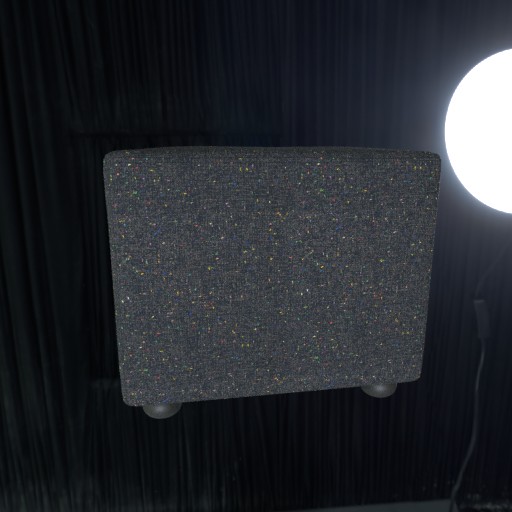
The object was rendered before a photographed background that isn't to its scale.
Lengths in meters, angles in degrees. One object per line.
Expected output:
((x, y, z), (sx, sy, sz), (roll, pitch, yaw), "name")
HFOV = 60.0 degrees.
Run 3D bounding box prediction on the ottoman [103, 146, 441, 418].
((0.000, 0.000, 0.905), (0.508, 0.432, 0.508), (-2, 13, -9), "ottoman")
